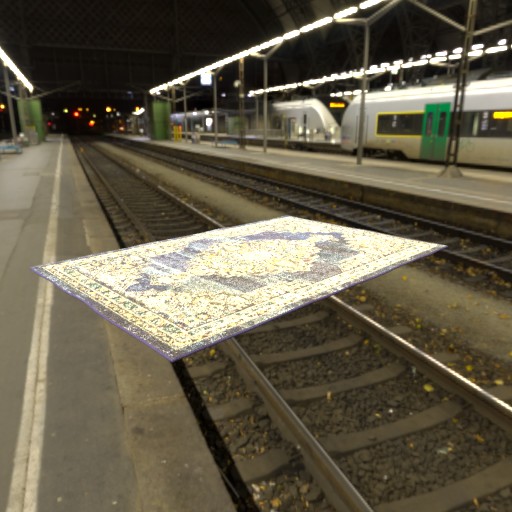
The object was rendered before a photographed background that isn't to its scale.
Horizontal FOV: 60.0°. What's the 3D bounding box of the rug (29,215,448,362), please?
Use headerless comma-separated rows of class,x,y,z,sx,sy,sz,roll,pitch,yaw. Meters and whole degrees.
rug,0.000,0.000,2.230,1.781,0.012,1.184,-15,22,-42
